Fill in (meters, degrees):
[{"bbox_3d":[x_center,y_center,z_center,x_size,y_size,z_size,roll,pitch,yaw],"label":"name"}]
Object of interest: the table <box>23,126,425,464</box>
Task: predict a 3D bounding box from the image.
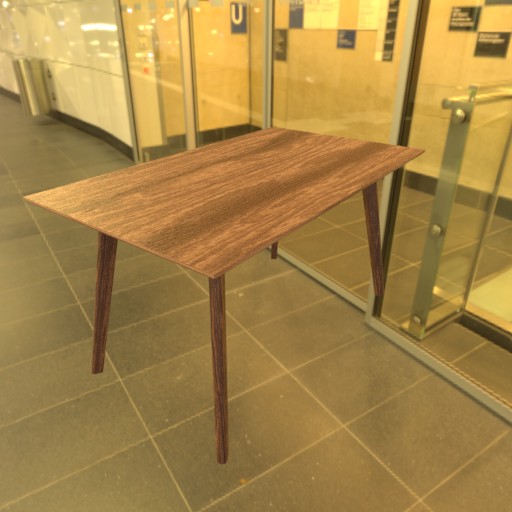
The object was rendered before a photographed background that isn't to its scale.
[{"bbox_3d":[0.000,0.000,1.813,0.801,0.724,1.349,19,33,32],"label":"table"}]
